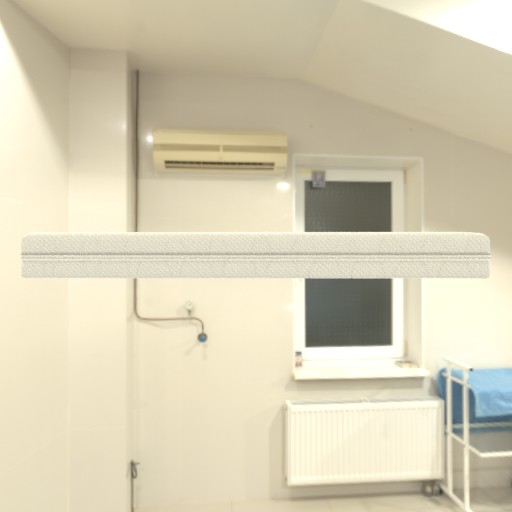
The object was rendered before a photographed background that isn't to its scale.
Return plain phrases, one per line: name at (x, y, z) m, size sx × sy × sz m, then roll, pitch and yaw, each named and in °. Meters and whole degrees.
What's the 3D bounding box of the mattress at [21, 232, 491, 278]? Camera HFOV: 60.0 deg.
mattress at (0.000, 0.000, 2.571) m, size 2.000 × 0.200 × 1.400 m, roll 0°, pitch 0°, yaw 1°
